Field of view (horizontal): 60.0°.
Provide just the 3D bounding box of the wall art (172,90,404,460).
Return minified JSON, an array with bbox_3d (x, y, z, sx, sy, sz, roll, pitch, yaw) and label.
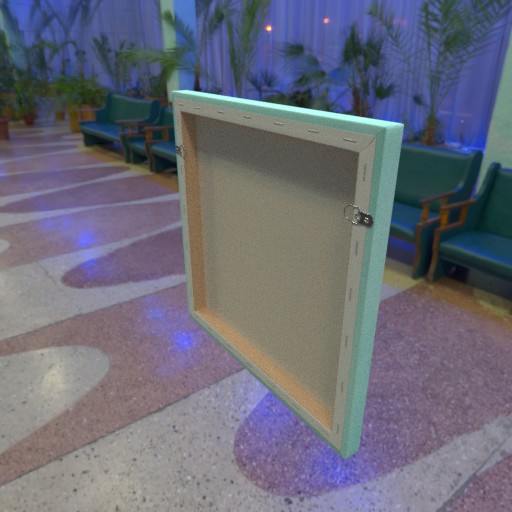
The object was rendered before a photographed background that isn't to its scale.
[{"bbox_3d":[0.000,0.000,1.166,0.054,0.766,0.765,-18,31,-32],"label":"wall art"}]
